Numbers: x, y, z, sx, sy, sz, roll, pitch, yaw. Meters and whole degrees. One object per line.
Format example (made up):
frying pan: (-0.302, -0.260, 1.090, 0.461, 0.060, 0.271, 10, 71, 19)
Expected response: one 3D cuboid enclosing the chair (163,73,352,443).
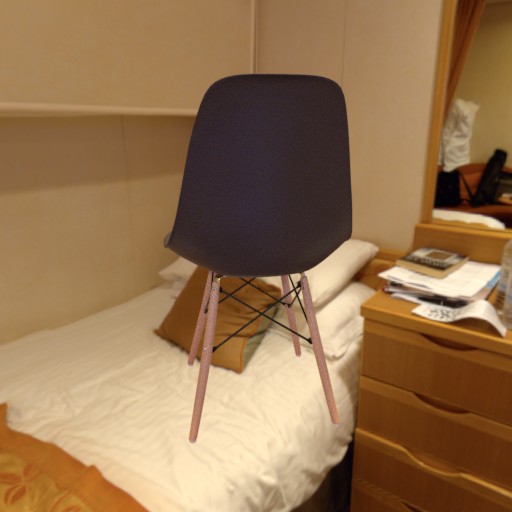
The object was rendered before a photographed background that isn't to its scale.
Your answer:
chair: (0.000, 0.000, 1.147, 0.470, 0.825, 0.533, -3, 17, -9)
